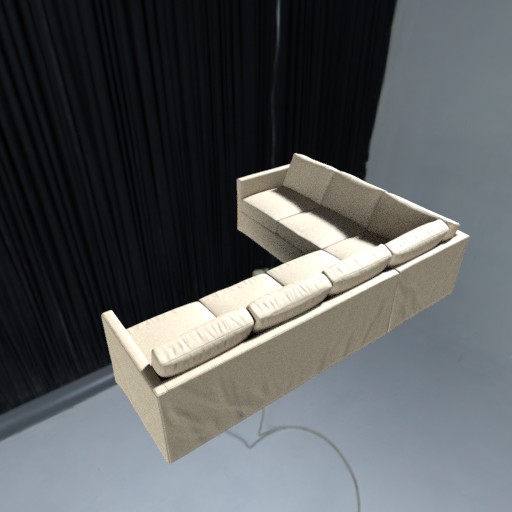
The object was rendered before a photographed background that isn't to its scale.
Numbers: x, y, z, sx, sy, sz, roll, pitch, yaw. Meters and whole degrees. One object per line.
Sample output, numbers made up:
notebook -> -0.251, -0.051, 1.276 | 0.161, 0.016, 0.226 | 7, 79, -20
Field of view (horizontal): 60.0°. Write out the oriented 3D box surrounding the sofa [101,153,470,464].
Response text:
sofa -> 0.000, 0.000, 4.277 | 3.182, 0.871, 2.432 | -21, 38, -30
